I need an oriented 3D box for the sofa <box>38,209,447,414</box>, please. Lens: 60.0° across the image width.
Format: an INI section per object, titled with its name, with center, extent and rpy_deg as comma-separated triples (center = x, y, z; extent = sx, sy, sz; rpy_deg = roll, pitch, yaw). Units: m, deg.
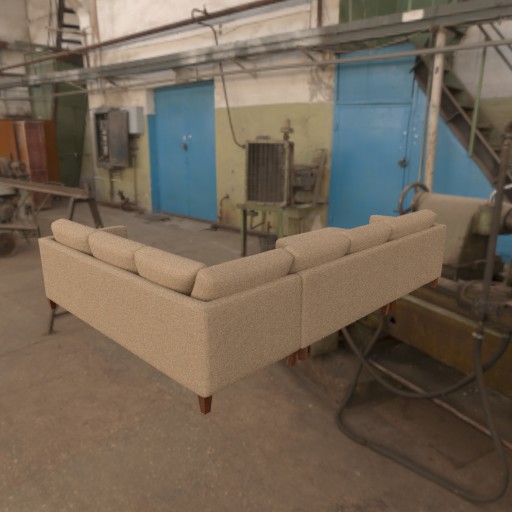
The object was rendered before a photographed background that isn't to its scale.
[sofa]
center = 0.000, 0.000, 4.566
extent = 2.551, 0.889, 3.403
rpy_deg = 15, 21, 43
